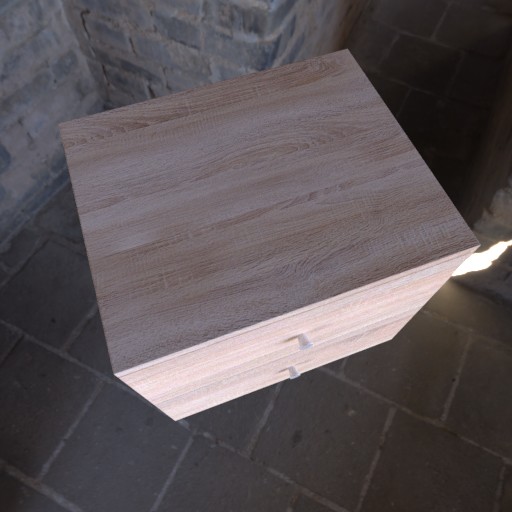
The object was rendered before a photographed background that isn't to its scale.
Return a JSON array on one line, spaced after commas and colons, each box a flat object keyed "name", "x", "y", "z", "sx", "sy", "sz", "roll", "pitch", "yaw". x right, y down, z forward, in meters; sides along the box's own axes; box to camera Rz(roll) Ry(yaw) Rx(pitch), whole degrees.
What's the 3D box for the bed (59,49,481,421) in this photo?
[{"name": "bed", "x": 0.000, "y": 0.000, "z": 0.777, "sx": 0.460, "sy": 0.420, "sz": 0.401, "roll": -18, "pitch": 64, "yaw": -9}]
